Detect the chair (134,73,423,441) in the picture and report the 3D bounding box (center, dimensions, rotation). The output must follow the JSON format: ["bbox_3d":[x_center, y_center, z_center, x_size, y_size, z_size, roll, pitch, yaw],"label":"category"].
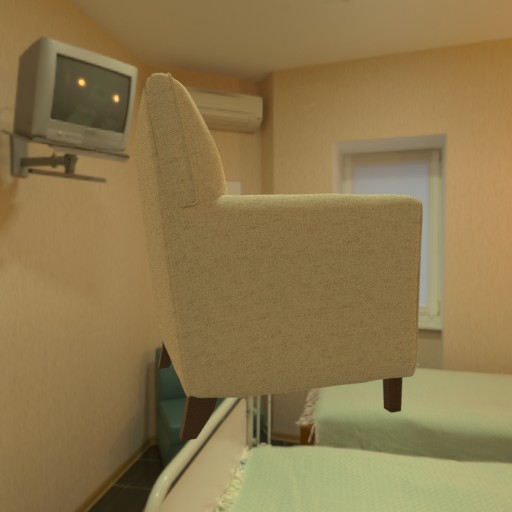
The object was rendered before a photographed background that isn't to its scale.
[{"bbox_3d":[0.000,0.000,1.594,0.823,0.943,0.870,-1,2,-17],"label":"chair"}]
